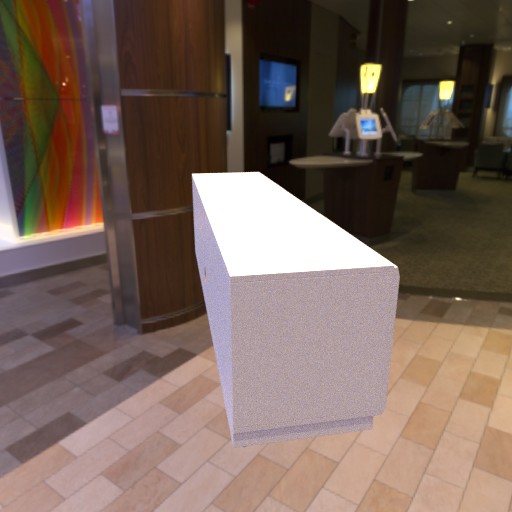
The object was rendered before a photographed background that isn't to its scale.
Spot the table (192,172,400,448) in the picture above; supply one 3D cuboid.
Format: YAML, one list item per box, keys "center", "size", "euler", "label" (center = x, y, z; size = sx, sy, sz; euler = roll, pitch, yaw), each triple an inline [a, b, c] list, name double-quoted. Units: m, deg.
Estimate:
- center: [0.000, 0.000, 1.733]
  size: [0.400, 0.440, 1.550]
  euler: [-3, 19, -10]
  label: "table"
